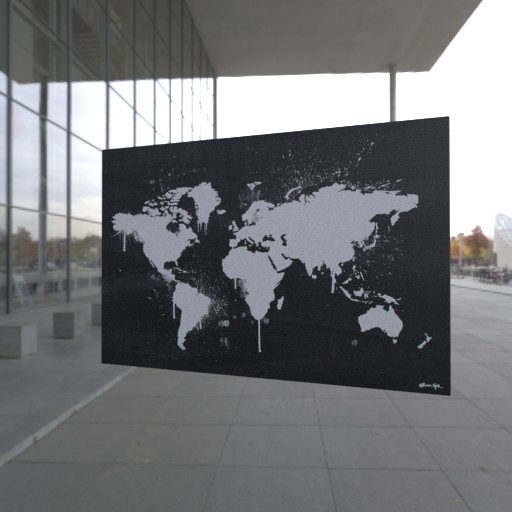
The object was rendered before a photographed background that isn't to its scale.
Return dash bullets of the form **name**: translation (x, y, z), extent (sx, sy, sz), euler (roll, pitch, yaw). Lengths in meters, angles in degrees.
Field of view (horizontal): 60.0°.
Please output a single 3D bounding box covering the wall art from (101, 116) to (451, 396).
- **wall art**: translation (0.000, 0.000, 0.760), extent (0.610, 0.409, 0.038), euler (0, 0, 19)
